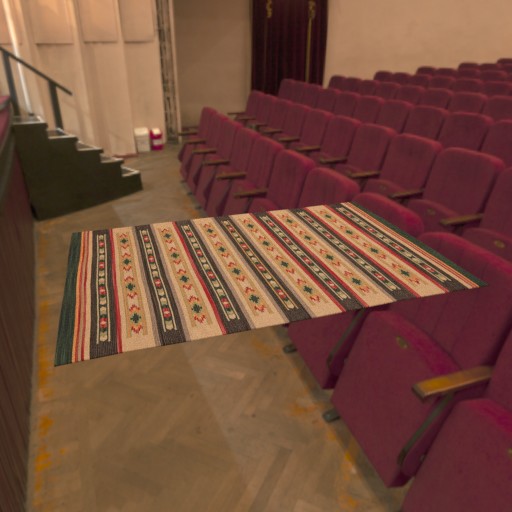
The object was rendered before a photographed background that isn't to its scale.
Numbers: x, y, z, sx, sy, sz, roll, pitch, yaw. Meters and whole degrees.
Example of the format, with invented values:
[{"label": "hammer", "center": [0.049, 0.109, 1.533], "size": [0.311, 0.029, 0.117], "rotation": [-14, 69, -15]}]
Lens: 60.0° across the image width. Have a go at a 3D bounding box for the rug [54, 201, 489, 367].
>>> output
[{"label": "rug", "center": [0.000, 0.000, 2.264], "size": [1.825, 0.009, 1.221], "rotation": [-8, 27, -16]}]
